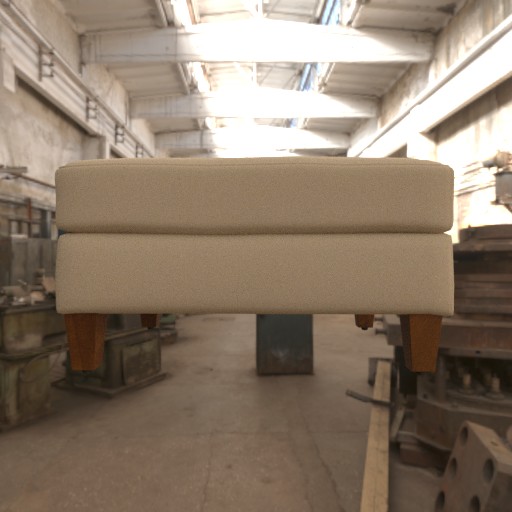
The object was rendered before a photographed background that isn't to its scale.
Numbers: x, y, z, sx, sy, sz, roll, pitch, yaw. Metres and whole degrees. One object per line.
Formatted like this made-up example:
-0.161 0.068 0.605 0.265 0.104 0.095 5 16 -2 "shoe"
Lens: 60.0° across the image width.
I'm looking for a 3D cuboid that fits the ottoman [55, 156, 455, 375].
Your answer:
0.000 0.000 1.185 0.818 0.485 0.634 0 1 1 "ottoman"
